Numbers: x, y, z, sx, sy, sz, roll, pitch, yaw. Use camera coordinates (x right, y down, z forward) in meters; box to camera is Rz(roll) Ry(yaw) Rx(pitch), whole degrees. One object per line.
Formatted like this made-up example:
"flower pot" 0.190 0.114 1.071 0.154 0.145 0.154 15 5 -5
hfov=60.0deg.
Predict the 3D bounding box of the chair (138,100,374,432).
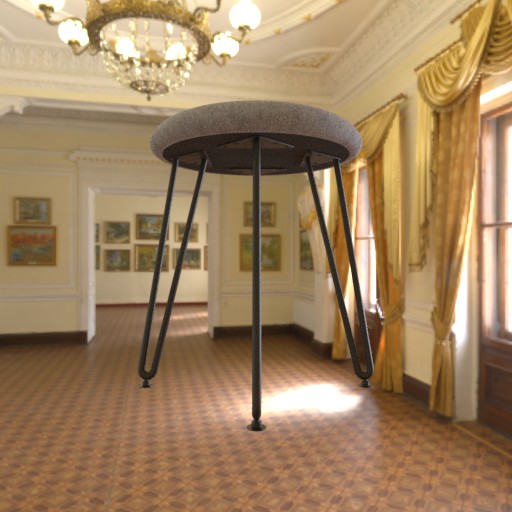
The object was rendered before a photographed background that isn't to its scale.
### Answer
"chair" 0.000 0.000 0.660 0.350 0.386 0.350 0 0 0
